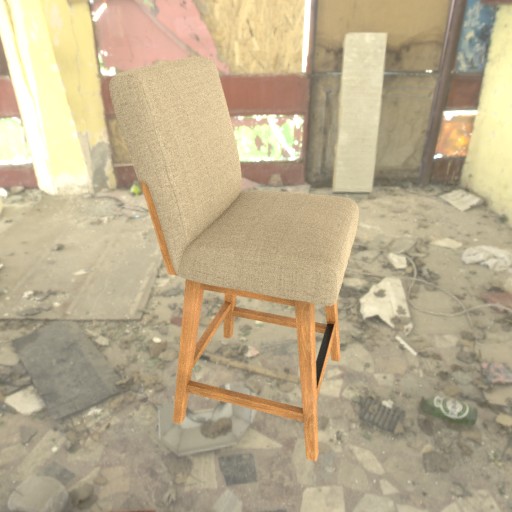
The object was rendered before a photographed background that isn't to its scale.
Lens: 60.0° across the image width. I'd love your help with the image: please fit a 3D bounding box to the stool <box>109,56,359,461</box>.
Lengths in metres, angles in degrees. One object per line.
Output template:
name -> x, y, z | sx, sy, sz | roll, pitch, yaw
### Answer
stool -> 0.000, 0.000, 1.272 | 0.526, 1.010, 0.459 | 9, 30, 16
